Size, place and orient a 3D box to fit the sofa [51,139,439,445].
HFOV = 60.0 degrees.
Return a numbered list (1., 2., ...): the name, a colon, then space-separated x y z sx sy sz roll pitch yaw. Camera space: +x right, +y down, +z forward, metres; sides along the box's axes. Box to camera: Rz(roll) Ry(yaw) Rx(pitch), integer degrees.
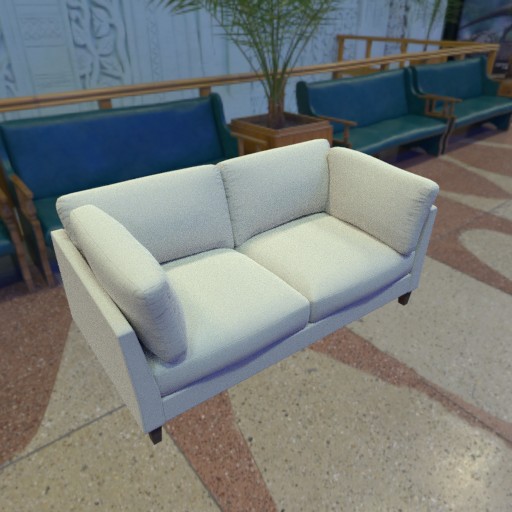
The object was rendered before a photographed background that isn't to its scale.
1. sofa: 0.000 0.000 2.313 1.776 0.836 0.970 -20 35 -31
